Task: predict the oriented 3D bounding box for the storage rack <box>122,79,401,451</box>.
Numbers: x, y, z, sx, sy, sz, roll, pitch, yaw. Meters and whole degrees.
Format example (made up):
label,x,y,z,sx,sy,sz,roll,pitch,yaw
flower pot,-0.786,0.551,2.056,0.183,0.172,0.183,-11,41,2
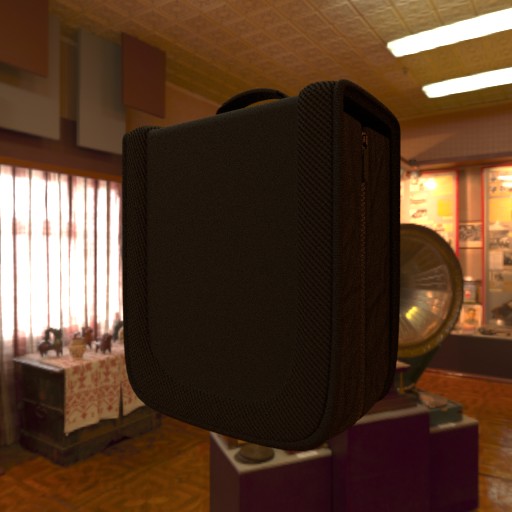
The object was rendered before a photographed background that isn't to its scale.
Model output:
label,x,y,z,sx,sy,sz,roll,pitch,yaw
storage rack,0.000,0.000,0.533,0.297,0.387,0.168,0,0,36
